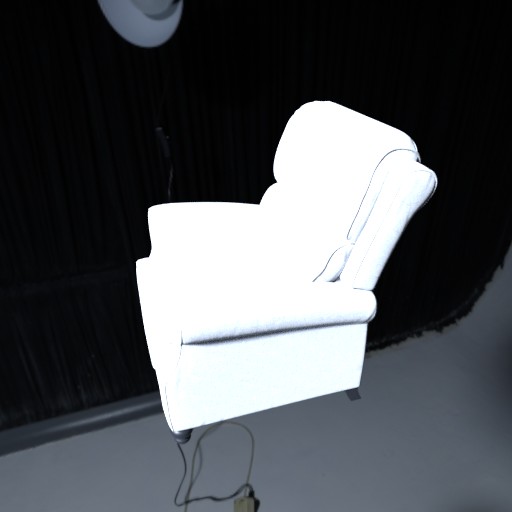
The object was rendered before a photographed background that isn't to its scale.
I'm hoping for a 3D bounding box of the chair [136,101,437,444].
[{"bbox_3d":[0.000,0.000,1.744,0.919,1.046,0.859,-9,31,-15],"label":"chair"}]
